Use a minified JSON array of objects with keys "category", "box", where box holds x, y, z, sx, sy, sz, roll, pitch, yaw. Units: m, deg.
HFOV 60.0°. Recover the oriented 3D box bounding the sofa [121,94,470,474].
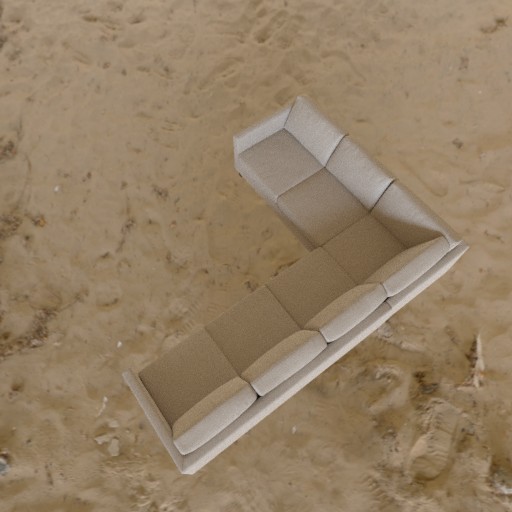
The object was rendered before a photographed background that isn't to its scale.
[{"category":"sofa","box":[0.000,0.000,4.322,3.182,0.863,2.432,-34,68,-16]}]
